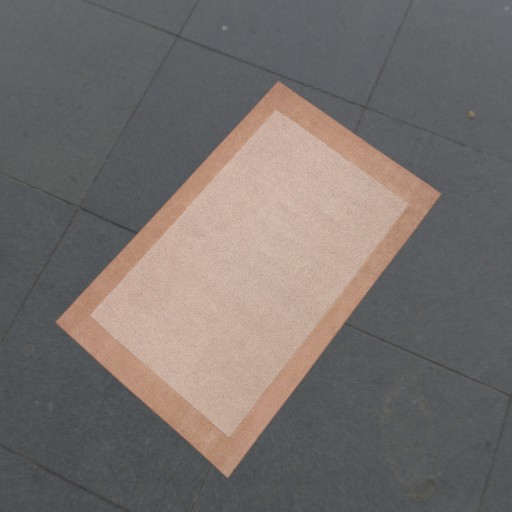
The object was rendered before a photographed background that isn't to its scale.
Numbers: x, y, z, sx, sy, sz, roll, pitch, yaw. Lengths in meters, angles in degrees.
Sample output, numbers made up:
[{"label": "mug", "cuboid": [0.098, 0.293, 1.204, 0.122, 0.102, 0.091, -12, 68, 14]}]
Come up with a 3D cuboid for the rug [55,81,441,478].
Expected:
[{"label": "rug", "cuboid": [0.000, 0.000, 3.116, 1.524, 0.014, 2.438, 38, 78, 9]}]
